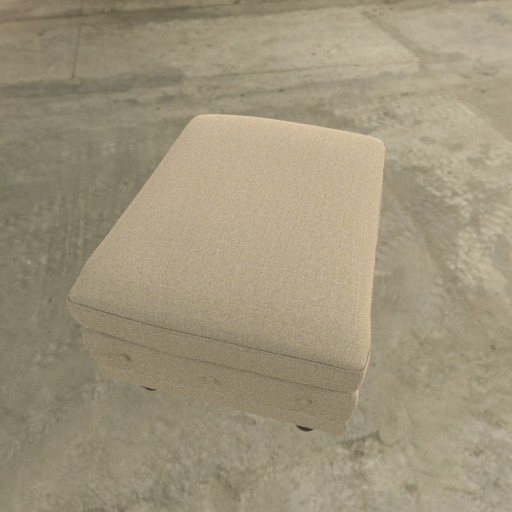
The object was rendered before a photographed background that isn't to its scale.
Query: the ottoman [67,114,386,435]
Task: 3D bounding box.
[{"bbox_3d":[0.000,0.000,1.051,0.541,0.463,0.684,11,46,11],"label":"ottoman"}]
